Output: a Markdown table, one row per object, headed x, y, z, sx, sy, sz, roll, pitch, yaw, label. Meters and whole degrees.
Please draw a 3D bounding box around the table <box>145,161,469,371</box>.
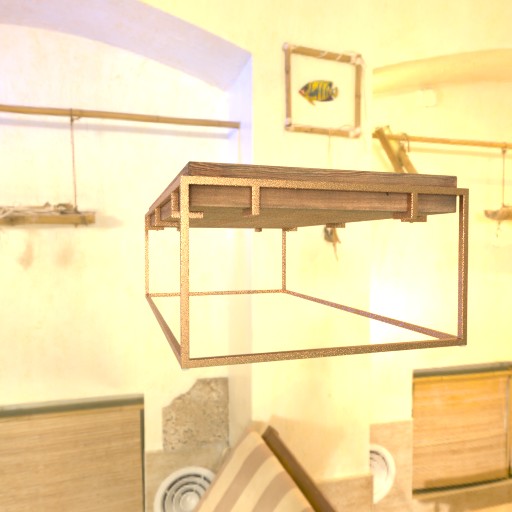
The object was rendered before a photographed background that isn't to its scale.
| x | y | z | sx | sy | sz | roll | pitch | yaw | label |
| --- | --- | --- | --- | --- | --- | --- | --- | --- | --- |
| 0.000 | 0.000 | 1.749 | 0.775 | 0.468 | 1.387 | 0 | 2 | -17 | table |
